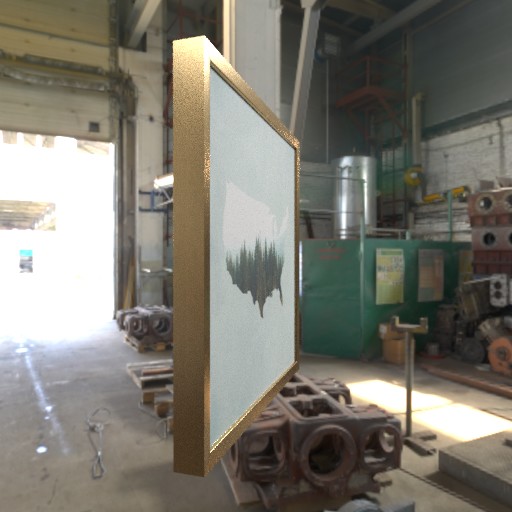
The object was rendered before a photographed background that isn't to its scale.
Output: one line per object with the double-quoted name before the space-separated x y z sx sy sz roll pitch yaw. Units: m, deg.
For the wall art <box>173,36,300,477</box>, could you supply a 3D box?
"wall art" 0.000 0.000 0.759 0.040 0.509 0.509 0 0 18
